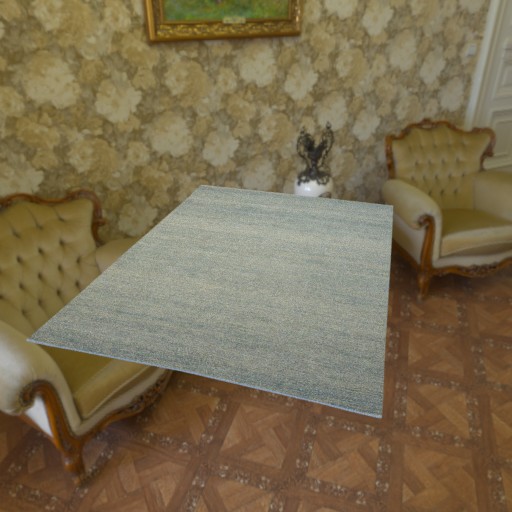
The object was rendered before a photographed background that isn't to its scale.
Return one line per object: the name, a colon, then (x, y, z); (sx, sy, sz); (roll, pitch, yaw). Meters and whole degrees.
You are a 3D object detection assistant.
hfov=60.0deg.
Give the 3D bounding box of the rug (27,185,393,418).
rug: (0.000, 0.000, 4.196); (2.461, 0.046, 3.237); (8, 31, 14)
